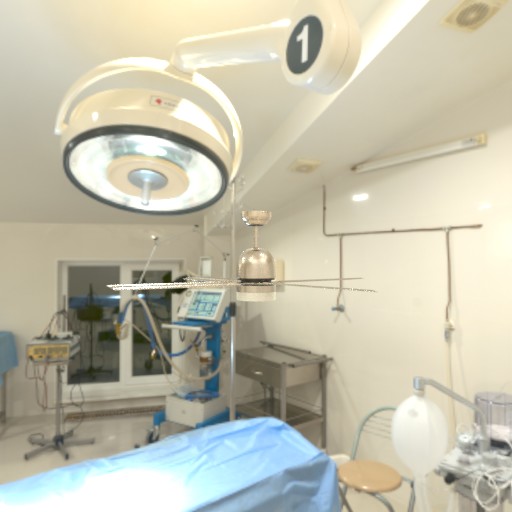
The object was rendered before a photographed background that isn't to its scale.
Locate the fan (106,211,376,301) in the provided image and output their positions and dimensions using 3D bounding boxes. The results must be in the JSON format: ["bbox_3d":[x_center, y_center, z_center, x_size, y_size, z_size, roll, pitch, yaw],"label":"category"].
[{"bbox_3d":[0.000,0.000,2.065,1.346,0.406,1.346,0,-1,-36],"label":"fan"}]
